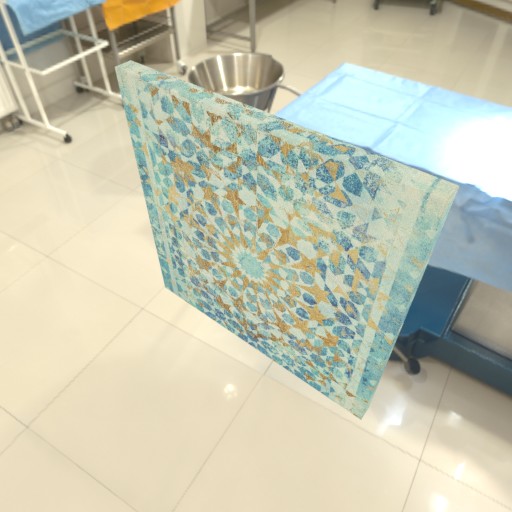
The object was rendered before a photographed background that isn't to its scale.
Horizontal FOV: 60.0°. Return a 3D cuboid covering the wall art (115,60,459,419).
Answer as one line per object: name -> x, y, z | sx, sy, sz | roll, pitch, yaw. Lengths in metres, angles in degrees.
wall art -> 0.000, 0.000, 0.886 | 0.609, 0.609, 0.040 | 30, 53, 25
